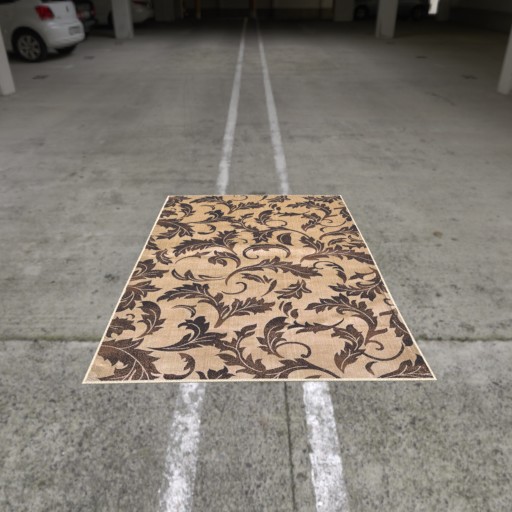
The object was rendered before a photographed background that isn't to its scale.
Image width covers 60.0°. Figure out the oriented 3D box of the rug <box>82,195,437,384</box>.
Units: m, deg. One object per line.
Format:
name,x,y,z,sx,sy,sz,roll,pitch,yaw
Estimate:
rug,0.000,0.000,2.888,1.522,0.008,2.284,0,28,-1
